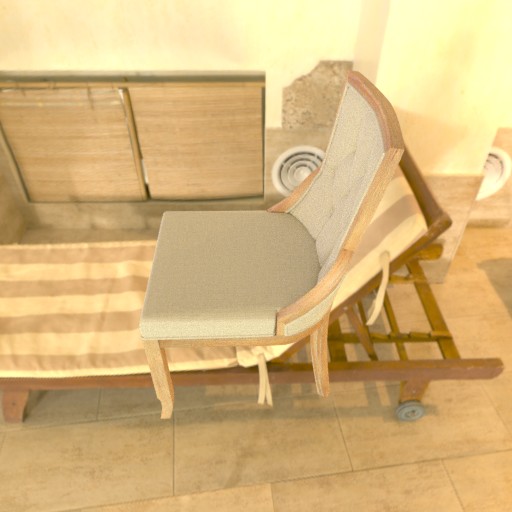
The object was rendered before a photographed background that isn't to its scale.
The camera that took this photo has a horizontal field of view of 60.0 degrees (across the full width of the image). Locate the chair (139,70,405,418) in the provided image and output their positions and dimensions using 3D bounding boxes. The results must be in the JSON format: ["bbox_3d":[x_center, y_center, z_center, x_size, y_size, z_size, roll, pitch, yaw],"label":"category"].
[{"bbox_3d":[0.000,0.000,1.350,0.641,0.947,0.524,-1,41,-1],"label":"chair"}]
